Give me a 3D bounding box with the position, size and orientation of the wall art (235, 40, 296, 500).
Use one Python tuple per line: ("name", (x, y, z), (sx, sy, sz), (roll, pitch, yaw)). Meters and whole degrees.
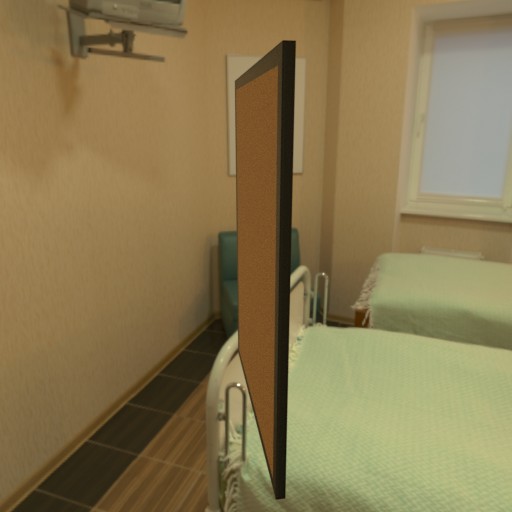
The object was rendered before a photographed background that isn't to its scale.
("wall art", (0.000, 0.000, 0.831), (0.016, 0.657, 0.480), (-3, 16, -9))
